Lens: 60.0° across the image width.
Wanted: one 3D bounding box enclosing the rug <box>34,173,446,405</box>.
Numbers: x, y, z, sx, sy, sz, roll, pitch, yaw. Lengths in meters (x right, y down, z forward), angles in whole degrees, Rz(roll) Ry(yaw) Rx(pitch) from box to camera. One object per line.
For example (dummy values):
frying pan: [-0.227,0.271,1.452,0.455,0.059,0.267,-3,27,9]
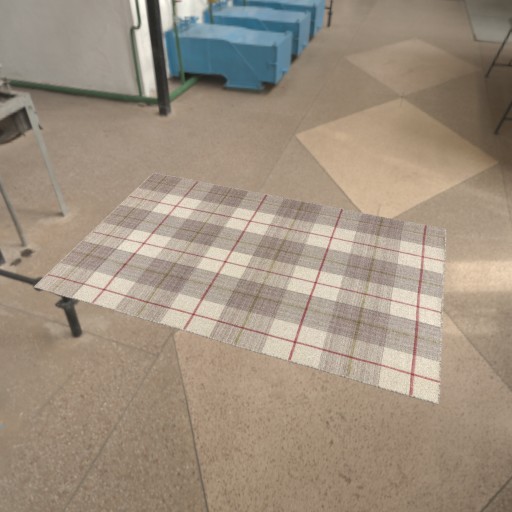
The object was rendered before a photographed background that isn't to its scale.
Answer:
rug: [0.000,0.000,3.051,2.464,0.010,1.549,13,42,15]
